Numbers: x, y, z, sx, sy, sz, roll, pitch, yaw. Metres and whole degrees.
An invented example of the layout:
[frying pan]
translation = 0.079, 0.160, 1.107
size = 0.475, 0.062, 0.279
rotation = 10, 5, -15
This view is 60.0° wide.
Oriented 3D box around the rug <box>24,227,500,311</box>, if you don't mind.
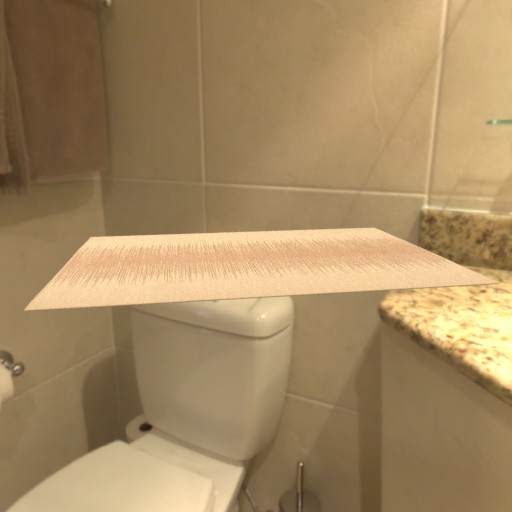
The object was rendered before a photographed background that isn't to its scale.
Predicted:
[rug]
translation = 0.000, 0.000, 2.272
size = 1.850, 0.006, 1.234
rotation = -2, 15, -9
